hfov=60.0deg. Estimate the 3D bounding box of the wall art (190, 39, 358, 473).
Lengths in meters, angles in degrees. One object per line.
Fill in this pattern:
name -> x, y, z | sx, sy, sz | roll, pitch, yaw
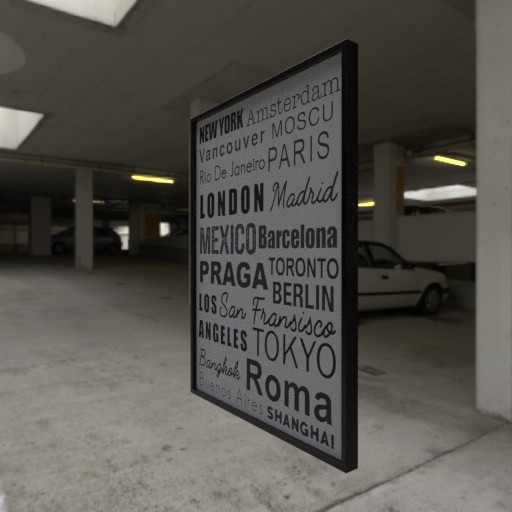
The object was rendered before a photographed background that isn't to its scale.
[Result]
wall art -> 0.000, 0.000, 1.395 | 0.043, 1.046, 0.788 | 0, 0, -37
